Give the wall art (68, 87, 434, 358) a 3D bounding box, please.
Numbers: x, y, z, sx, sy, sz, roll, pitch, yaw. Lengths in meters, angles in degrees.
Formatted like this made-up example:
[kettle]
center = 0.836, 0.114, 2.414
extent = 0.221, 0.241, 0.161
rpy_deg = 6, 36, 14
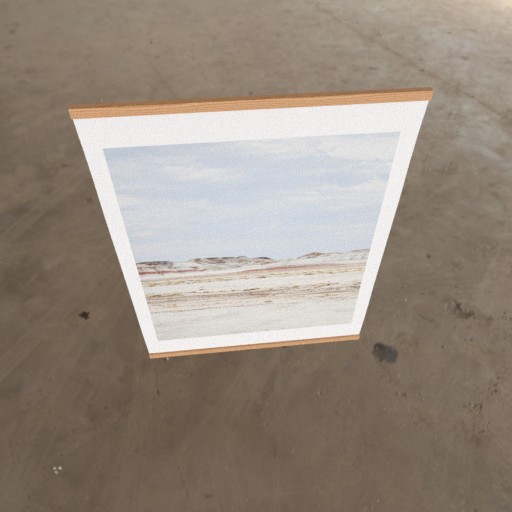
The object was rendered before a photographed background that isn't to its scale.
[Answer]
[wall art]
center = 0.000, 0.000, 0.674
extent = 0.404, 0.507, 0.010
rpy_deg = -4, 46, -4
